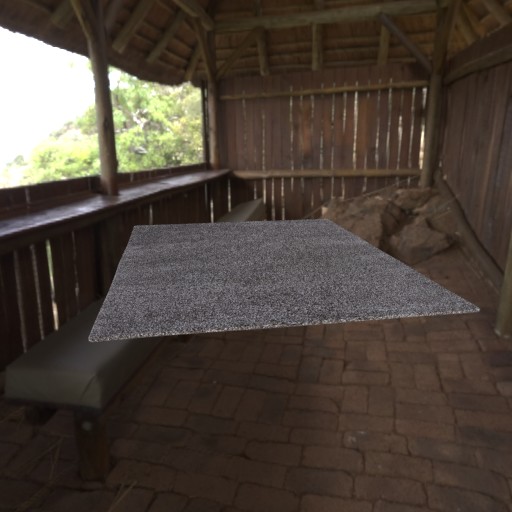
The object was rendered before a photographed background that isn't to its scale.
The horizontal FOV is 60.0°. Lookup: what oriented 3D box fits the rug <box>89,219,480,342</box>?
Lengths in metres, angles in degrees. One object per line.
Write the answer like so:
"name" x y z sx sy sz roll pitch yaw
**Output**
"rug" 0.000 0.000 4.053 2.401 0.025 3.000 -3 16 -10
